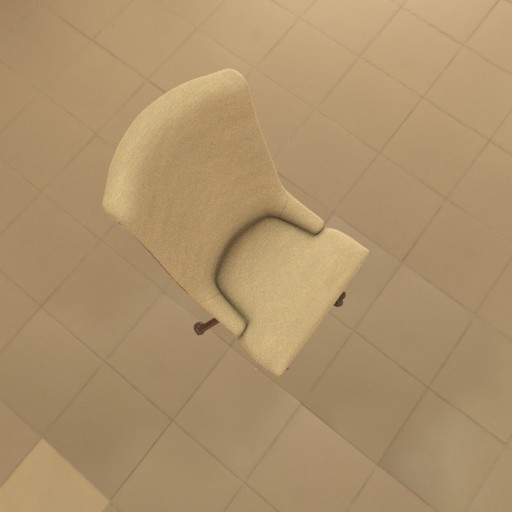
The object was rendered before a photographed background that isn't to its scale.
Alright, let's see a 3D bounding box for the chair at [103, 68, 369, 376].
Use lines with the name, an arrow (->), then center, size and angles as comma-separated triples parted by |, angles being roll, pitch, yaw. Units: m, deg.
chair -> 0.000, 0.000, 1.444 | 0.696, 1.010, 0.645 | 37, 79, 9
